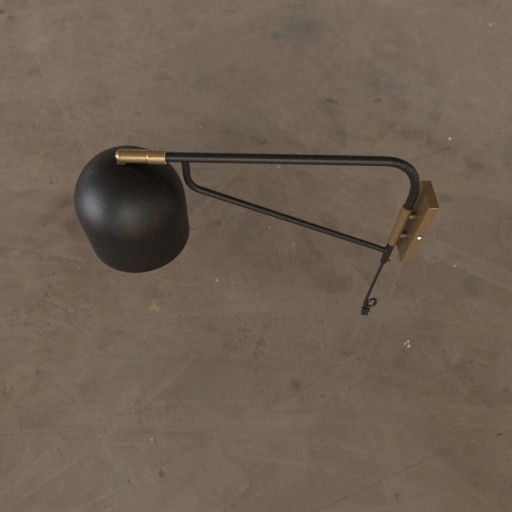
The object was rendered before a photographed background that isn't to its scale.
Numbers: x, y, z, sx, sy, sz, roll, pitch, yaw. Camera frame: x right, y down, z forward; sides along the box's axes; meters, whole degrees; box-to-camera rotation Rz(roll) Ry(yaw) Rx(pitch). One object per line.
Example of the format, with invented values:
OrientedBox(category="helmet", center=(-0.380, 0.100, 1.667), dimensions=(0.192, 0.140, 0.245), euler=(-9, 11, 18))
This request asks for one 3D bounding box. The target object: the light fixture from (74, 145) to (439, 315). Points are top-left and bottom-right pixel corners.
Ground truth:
OrientedBox(category="light fixture", center=(0.000, 0.000, 1.072), dimensions=(0.720, 0.696, 0.215), euler=(-1, 57, -1))
